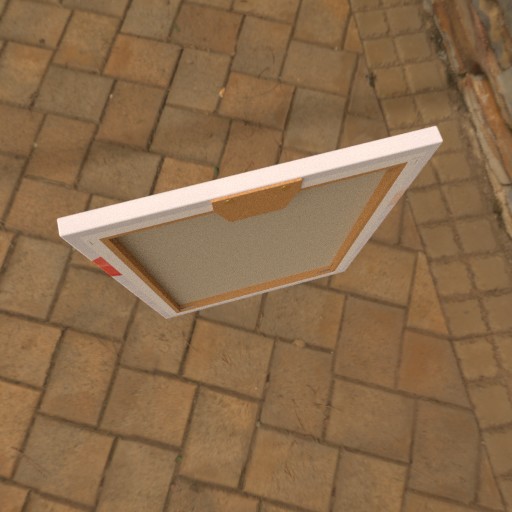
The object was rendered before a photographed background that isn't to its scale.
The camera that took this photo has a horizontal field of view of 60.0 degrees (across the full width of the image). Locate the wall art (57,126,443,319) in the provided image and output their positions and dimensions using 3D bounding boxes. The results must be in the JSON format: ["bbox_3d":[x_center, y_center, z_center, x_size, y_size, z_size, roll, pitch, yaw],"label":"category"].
[{"bbox_3d":[0.000,0.000,1.334,0.759,1.014,0.045,-15,74,-4],"label":"wall art"}]
